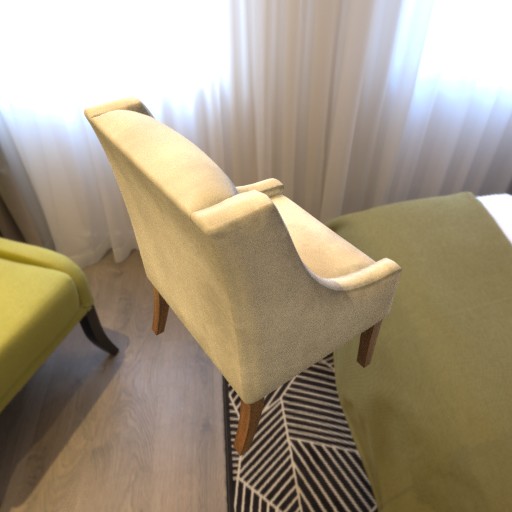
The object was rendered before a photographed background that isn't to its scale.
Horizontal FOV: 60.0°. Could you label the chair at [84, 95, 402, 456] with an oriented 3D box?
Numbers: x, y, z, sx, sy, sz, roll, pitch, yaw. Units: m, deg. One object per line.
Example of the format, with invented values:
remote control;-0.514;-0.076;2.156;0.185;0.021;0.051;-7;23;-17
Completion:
chair;0.000;0.000;1.336;0.629;0.895;0.629;-26;48;-26
